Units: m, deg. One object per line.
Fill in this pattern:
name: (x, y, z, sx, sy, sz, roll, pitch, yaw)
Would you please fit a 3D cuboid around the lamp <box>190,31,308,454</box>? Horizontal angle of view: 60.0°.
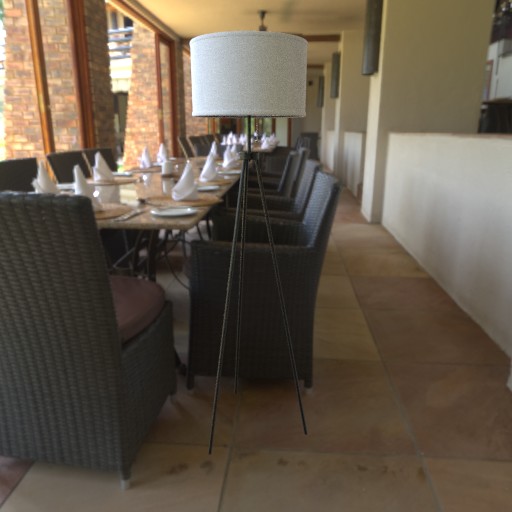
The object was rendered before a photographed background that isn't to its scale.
lamp: (0.000, 0.000, 1.761, 0.458, 1.545, 0.448, 2, 16, 7)
